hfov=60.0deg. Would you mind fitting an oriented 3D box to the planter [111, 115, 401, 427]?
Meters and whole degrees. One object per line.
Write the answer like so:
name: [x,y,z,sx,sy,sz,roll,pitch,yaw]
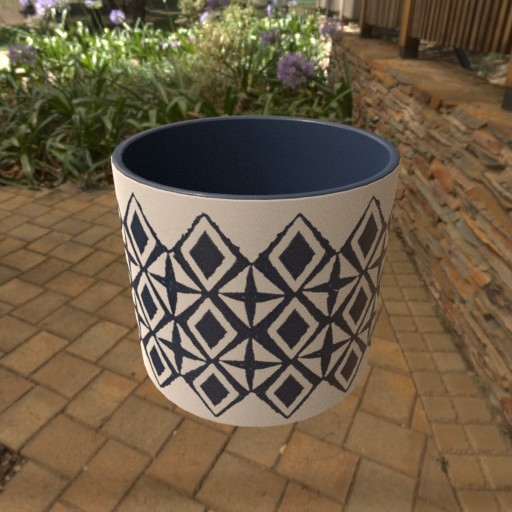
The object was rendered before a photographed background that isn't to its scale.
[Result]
planter: [0.000,0.000,0.403,0.224,0.203,0.224,0,30,0]
